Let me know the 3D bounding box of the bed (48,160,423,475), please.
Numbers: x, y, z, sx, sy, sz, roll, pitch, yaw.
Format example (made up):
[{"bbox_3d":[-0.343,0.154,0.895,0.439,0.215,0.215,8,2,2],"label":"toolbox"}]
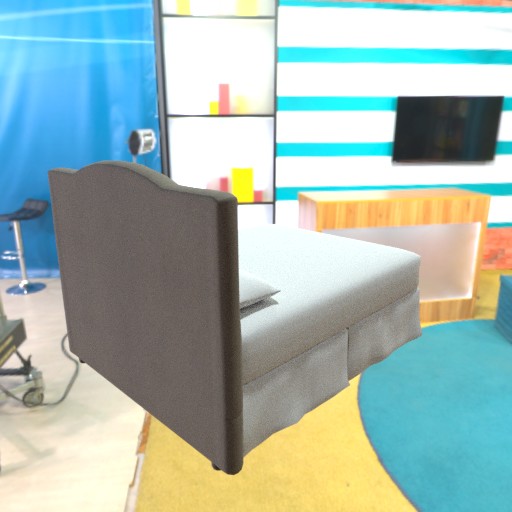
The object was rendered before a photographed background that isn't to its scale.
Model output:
[{"bbox_3d":[0.000,0.000,3.166,1.744,1.441,2.128,15,22,42],"label":"bed"}]
